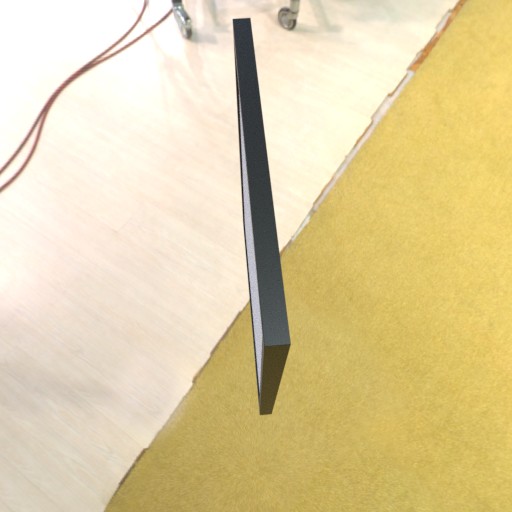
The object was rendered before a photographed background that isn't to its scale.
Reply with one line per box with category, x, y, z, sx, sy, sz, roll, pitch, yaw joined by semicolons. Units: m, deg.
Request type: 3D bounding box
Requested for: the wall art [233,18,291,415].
wall art;0.000;0.000;0.541;0.018;0.397;0.325;-5;64;-2
